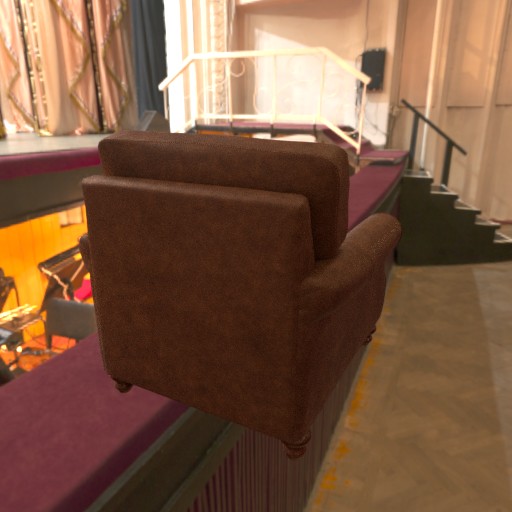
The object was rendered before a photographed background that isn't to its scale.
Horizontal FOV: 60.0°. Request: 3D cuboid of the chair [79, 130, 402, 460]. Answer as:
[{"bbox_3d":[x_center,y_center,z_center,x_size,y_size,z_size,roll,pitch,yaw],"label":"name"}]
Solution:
[{"bbox_3d":[0.000,0.000,1.755,0.996,0.976,1.002,10,21,27],"label":"chair"}]
